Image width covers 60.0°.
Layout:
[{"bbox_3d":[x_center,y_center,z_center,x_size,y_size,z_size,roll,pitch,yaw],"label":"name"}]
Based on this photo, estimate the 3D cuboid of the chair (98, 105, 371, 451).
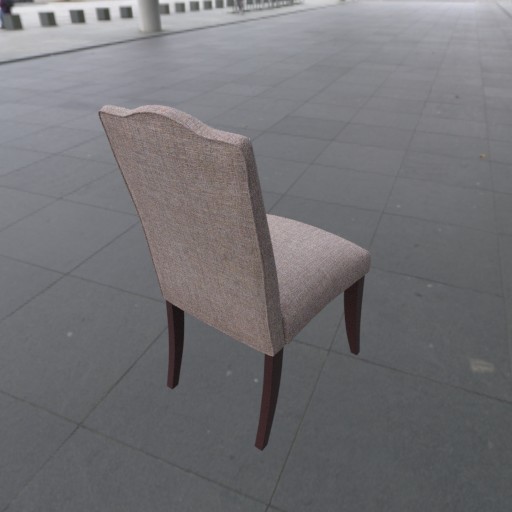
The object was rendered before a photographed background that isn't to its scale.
[{"bbox_3d":[0.000,0.000,1.372,0.513,1.016,0.660,22,38,31],"label":"chair"}]
